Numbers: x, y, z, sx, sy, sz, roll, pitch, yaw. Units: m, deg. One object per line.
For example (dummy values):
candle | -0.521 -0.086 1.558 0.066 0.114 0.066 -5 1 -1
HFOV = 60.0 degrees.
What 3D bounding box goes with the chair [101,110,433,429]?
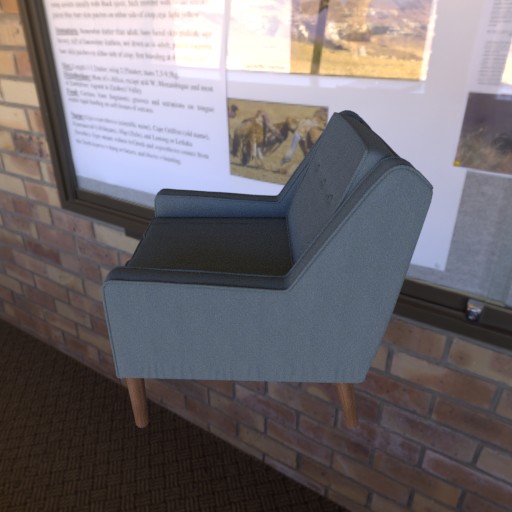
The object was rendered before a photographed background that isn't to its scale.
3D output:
chair | 0.000 0.000 1.340 0.733 0.780 0.663 0 28 0
